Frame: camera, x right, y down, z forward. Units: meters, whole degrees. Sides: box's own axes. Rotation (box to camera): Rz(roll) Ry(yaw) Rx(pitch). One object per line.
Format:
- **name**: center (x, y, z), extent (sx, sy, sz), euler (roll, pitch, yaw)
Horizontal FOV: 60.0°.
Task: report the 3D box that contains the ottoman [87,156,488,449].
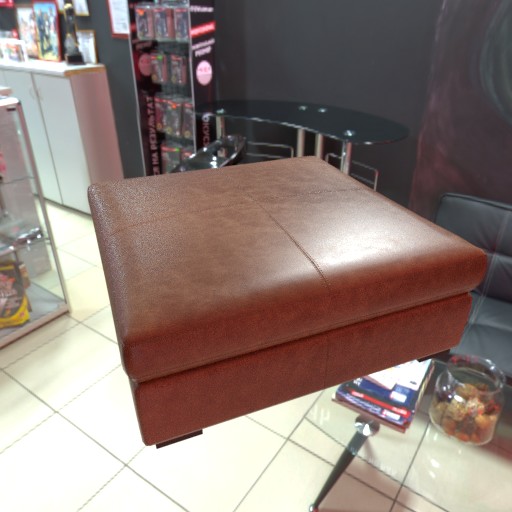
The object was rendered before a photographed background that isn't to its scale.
- **ottoman**: center (0.000, 0.000, 1.785), extent (1.168, 0.483, 1.169), euler (-11, 31, -19)
